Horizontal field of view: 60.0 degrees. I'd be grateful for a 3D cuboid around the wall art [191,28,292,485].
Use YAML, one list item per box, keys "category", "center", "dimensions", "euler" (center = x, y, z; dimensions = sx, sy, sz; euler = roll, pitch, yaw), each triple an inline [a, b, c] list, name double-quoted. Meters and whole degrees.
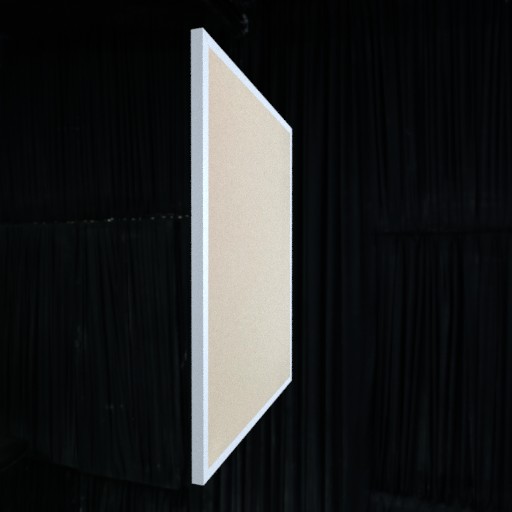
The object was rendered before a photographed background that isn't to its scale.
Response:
- category: "wall art"
  center: [0.000, 0.000, 0.625]
  dimensions: [0.013, 0.456, 0.382]
  euler: [0, 1, 18]
